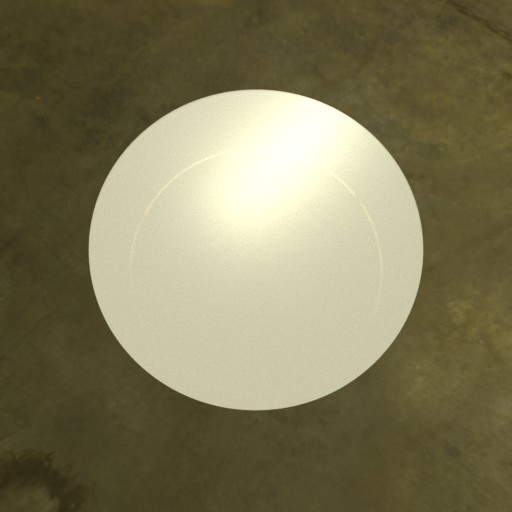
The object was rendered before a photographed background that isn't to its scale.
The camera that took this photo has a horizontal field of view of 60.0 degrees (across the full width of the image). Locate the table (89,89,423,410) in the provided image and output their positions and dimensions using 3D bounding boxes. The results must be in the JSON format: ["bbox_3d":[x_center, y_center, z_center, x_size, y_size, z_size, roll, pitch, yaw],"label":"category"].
[{"bbox_3d":[0.000,0.000,1.444,0.914,0.470,0.914,0,76,0],"label":"table"}]
